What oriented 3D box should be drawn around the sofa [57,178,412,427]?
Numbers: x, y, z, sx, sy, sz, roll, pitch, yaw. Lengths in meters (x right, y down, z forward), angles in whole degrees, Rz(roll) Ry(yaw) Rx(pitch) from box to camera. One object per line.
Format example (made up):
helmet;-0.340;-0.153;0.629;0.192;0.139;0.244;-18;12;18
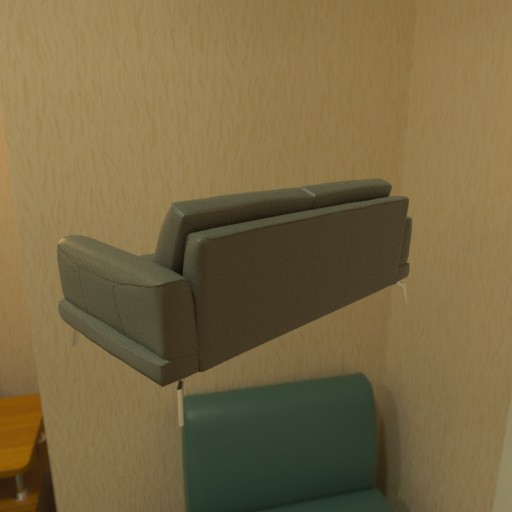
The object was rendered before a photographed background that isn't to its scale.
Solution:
sofa;0.000;0.000;2.817;2.177;0.930;1.121;-14;21;-43
